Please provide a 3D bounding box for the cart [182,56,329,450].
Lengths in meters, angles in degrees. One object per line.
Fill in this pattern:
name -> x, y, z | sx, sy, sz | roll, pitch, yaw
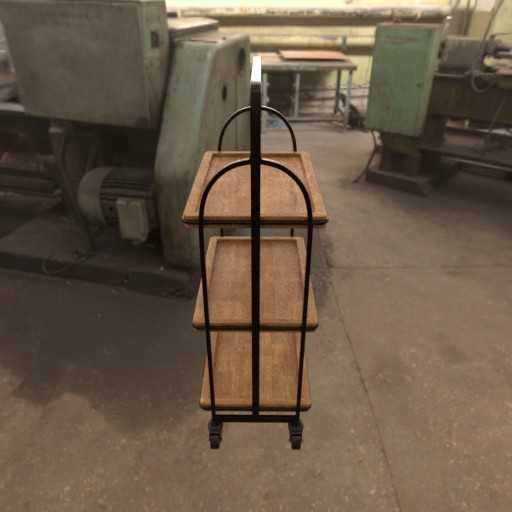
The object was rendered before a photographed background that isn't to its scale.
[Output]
cart -> 0.000, 0.000, 1.265 | 0.327, 1.001, 0.553 | 0, 30, 0
